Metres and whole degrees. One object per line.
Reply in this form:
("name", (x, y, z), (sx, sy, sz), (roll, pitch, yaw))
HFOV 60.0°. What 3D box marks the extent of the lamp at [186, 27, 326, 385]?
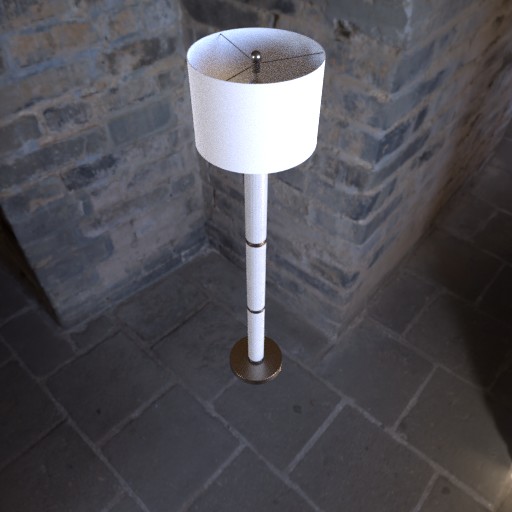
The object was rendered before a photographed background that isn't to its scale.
("lamp", (0.000, 0.000, 1.771), (0.377, 1.599, 0.377), (-3, 46, -3))
